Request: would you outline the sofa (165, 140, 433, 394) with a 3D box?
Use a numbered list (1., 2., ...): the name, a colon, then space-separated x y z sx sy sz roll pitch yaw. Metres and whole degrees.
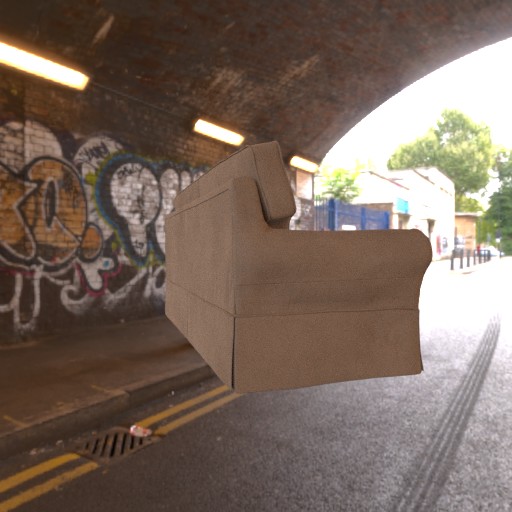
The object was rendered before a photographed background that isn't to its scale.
1. sofa: 0.000 0.000 2.809 0.900 1.014 2.246 0 1 -19
